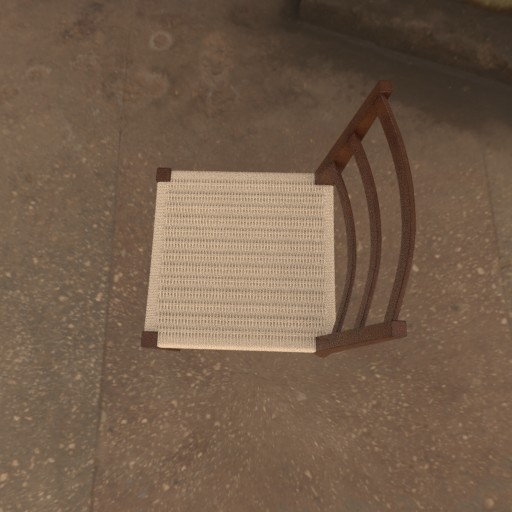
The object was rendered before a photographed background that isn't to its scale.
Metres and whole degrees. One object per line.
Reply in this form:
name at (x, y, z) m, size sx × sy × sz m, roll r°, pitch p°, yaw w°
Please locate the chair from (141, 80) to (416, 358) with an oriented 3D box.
chair at (0.000, 0.000, 1.148) m, size 0.551 × 0.813 × 0.480 m, roll 1°, pitch 75°, yaw 0°
